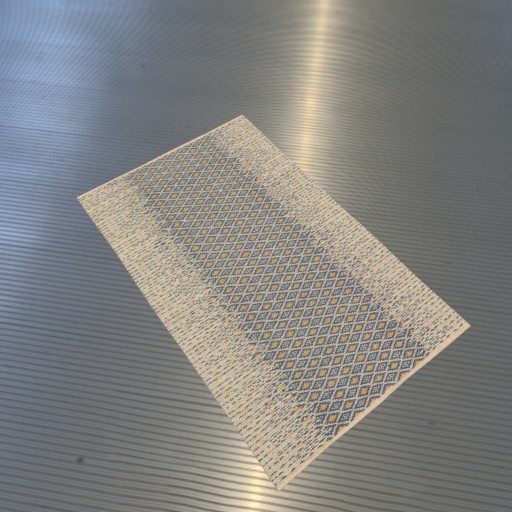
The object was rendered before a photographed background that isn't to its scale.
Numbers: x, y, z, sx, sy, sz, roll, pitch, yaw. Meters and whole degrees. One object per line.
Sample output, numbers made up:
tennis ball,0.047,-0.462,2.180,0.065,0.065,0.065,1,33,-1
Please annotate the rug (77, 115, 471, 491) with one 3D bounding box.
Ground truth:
rug,0.000,0.000,3.059,1.541,0.008,2.448,-32,63,-19
